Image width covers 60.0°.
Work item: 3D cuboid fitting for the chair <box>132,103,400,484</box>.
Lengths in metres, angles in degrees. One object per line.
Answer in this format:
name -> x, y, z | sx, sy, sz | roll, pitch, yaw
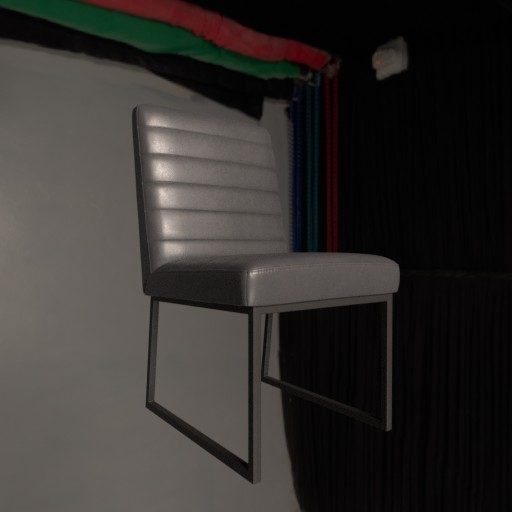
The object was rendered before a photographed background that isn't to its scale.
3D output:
chair -> 0.000, 0.000, 1.282 | 0.520, 0.930, 0.634 | -1, 1, -37
